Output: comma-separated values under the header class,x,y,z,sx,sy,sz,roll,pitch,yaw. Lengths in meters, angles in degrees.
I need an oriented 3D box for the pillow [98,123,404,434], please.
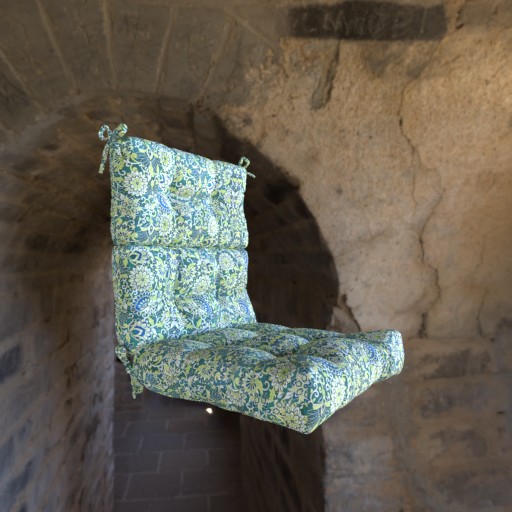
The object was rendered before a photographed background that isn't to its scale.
class,x,y,z,sx,sy,sz,roll,pitch,yaw
pillow,0.000,0.000,1.047,0.571,0.605,0.519,0,-1,36
